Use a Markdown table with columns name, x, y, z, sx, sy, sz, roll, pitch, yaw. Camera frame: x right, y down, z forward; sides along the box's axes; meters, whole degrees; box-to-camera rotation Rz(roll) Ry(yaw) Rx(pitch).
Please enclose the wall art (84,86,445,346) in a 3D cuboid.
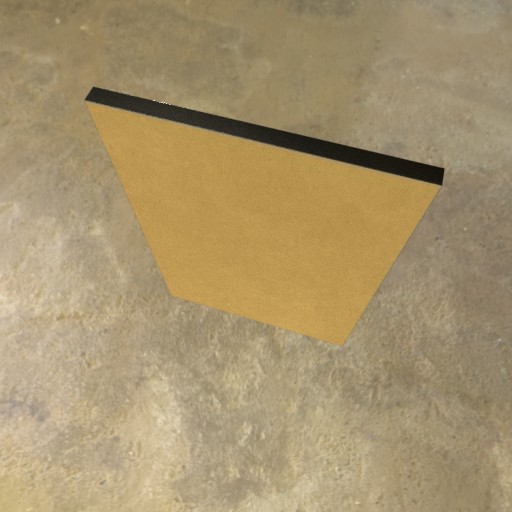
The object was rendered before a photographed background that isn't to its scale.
| name | x | y | z | sx | sy | sz | roll | pitch | yaw |
| --- | --- | --- | --- | --- | --- | --- | --- | --- | --- |
| wall art | 0.000 | 0.000 | 0.578 | 0.314 | 0.455 | 0.019 | 15 | 64 | 8 |
